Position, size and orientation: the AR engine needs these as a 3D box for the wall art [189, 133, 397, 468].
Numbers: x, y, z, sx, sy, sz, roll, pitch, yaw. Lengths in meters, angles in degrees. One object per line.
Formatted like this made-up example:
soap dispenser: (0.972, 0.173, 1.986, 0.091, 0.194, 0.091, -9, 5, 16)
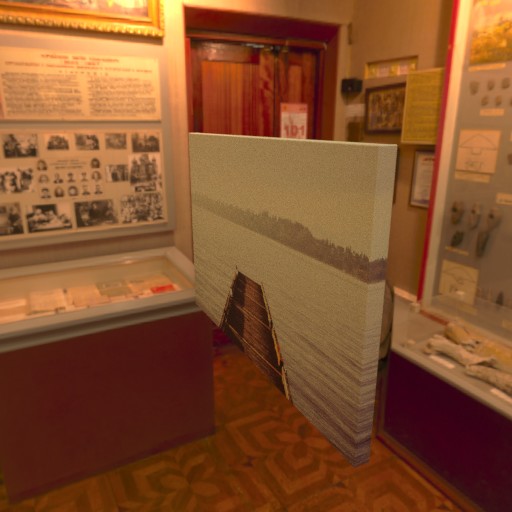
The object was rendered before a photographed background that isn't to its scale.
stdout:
wall art: (0.000, 0.000, 1.169, 0.037, 0.609, 0.916, -8, 19, -26)
